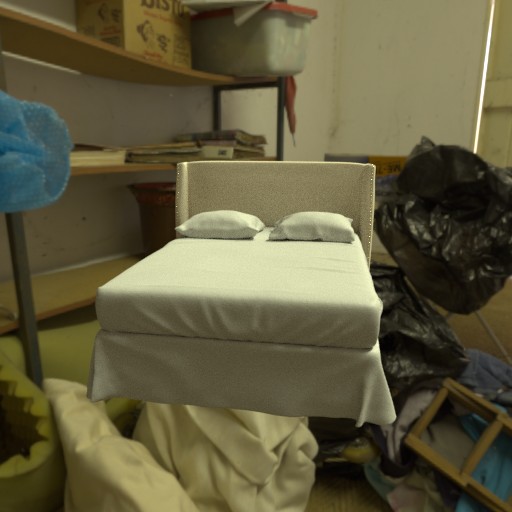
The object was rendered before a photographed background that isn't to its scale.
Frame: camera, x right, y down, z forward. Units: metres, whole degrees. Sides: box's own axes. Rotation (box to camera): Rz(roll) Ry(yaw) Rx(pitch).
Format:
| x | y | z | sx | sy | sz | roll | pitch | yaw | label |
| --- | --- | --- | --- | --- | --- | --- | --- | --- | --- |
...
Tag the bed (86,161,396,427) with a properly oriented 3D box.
| x | y | z | sx | sy | sz | roll | pitch | yaw | label |
| --- | --- | --- | --- | --- | --- | --- | --- | --- | --- |
| 0.000 | 0.000 | 3.429 | 1.925 | 1.332 | 2.276 | 2 | 15 | 9 | bed |
